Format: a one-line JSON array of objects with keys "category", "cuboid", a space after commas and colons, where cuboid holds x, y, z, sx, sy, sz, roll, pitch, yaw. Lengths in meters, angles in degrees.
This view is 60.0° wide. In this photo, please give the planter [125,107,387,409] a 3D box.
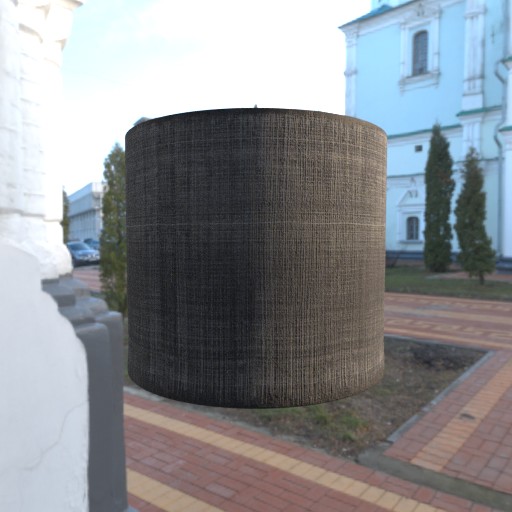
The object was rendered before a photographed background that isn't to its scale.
[{"category": "planter", "cuboid": [0.000, 0.000, 0.316, 0.178, 0.157, 0.178, 0, 2, 0]}]
